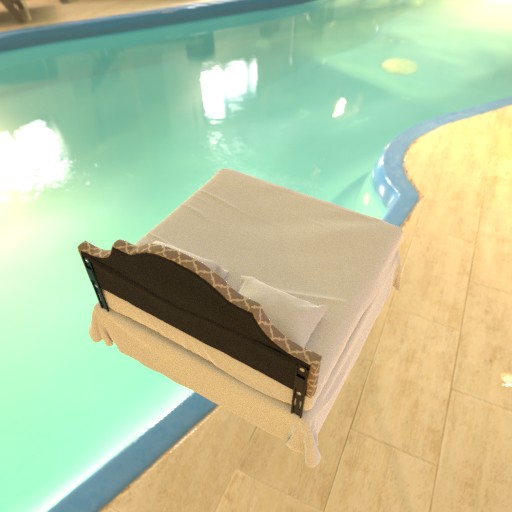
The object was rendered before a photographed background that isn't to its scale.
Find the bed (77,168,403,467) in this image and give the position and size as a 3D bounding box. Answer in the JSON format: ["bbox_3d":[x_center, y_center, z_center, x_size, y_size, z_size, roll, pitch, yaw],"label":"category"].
[{"bbox_3d":[0.000,0.000,3.823,2.314,1.601,2.222,23,49,22],"label":"bed"}]
